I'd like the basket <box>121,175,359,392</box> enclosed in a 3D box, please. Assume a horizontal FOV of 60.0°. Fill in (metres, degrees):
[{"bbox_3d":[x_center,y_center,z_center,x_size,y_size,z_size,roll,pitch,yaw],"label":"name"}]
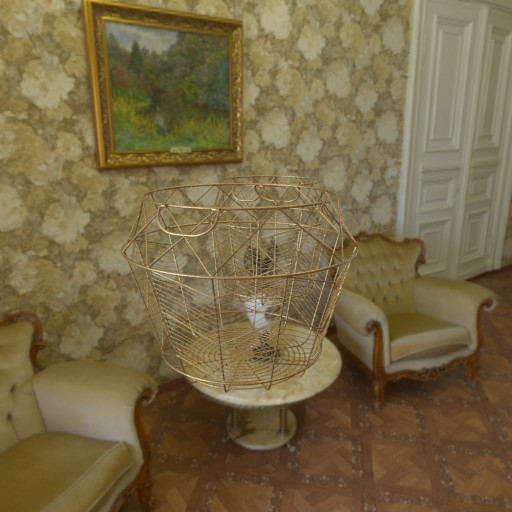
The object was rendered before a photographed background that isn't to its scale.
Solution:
[{"bbox_3d":[0.000,0.000,1.055,0.451,0.343,0.805,2,15,9],"label":"basket"}]
